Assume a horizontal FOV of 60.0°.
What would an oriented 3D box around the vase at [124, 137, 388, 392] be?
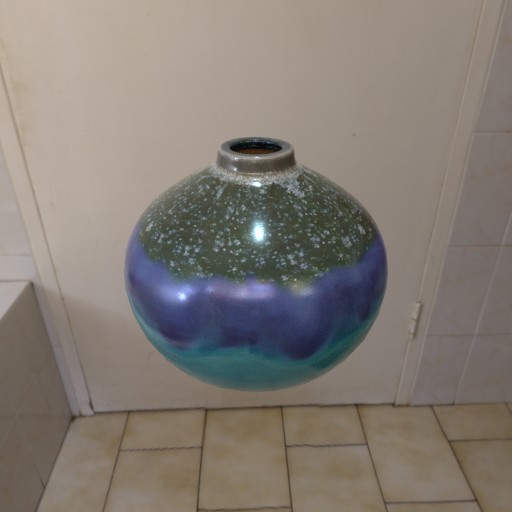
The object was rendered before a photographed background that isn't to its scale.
[{"bbox_3d":[0.000,0.000,0.266,0.154,0.133,0.154,0,30,0],"label":"vase"}]
